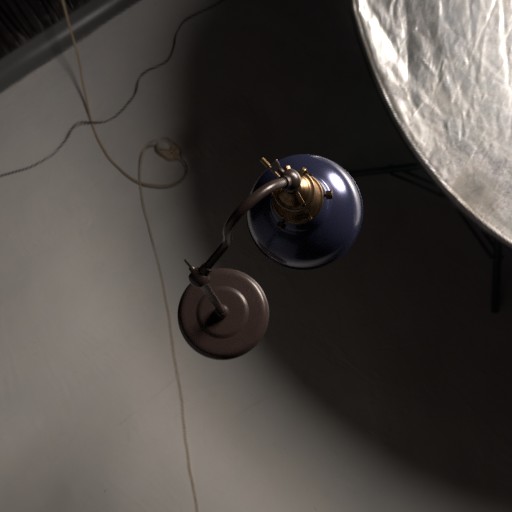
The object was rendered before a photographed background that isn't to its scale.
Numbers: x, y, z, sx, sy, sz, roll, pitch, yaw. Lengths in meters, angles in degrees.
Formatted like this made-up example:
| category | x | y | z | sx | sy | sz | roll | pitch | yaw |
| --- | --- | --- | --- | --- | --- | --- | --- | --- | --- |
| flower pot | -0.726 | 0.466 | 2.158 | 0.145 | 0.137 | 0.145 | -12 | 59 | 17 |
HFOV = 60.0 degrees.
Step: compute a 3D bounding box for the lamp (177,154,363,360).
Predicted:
| category | x | y | z | sx | sy | sz | roll | pitch | yaw |
| --- | --- | --- | --- | --- | --- | --- | --- | --- | --- |
| lamp | 0.000 | 0.000 | 0.699 | 0.374 | 0.508 | 0.192 | -41 | 79 | -9 |
